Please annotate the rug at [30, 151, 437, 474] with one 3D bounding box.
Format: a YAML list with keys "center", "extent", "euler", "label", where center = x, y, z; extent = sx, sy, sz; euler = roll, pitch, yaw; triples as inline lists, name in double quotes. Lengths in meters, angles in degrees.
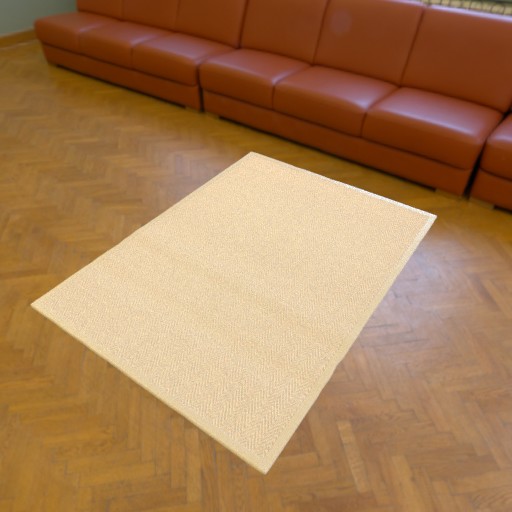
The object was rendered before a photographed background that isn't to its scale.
- center: [0.000, 0.000, 4.769]
  extent: [2.734, 0.037, 3.659]
  euler: [25, 48, 25]
  label: "rug"
